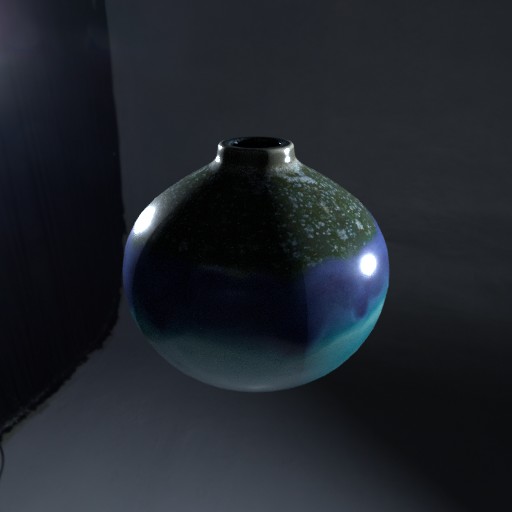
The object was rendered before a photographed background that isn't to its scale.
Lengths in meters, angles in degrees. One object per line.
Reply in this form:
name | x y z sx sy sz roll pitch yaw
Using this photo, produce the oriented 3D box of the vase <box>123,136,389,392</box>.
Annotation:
vase | 0.000 0.000 0.264 0.154 0.133 0.154 0 25 0
